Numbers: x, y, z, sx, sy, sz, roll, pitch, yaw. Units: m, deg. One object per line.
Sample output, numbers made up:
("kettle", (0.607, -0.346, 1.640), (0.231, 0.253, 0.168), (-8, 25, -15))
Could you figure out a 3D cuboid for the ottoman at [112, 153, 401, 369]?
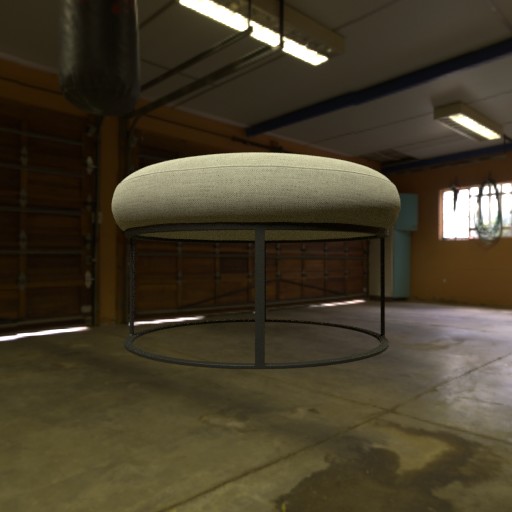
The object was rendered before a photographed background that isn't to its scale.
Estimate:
("ottoman", (0.000, 0.000, 1.237), (0.769, 0.459, 0.769), (0, -1, 0))
